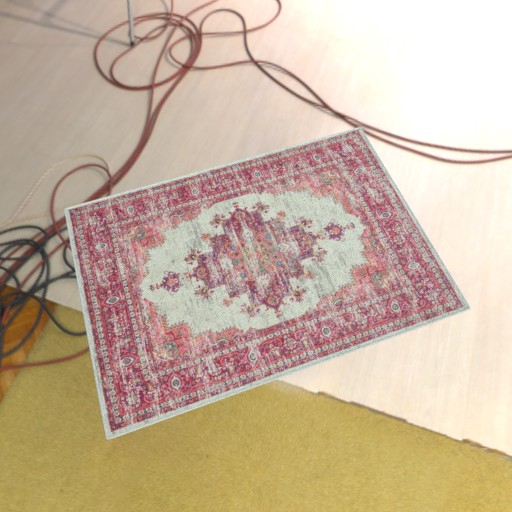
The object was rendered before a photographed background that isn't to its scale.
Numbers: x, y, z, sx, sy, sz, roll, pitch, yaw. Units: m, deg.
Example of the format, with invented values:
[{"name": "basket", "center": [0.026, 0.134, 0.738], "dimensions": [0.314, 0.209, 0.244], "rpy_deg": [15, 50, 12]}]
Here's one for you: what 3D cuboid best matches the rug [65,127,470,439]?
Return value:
[{"name": "rug", "center": [0.000, 0.000, 2.860], "dimensions": [2.232, 0.011, 1.555], "rpy_deg": [-17, 64, -9]}]
